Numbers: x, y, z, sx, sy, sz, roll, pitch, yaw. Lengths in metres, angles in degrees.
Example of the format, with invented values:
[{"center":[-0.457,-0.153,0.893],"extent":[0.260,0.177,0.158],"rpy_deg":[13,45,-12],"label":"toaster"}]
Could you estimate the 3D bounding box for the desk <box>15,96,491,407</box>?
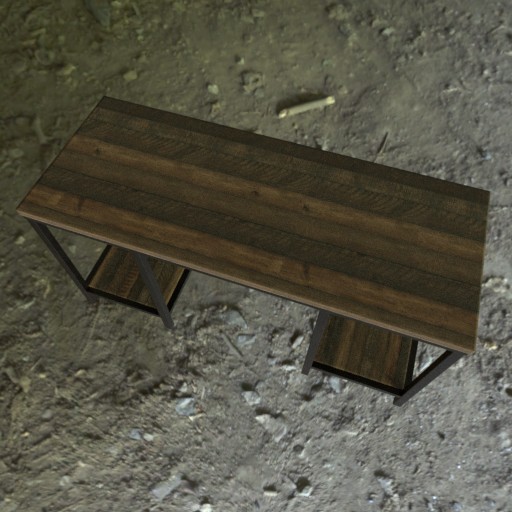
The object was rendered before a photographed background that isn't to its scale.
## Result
[{"center":[0.000,0.000,1.866],"extent":[1.538,0.753,0.617],"rpy_deg":[17,60,10],"label":"desk"}]
